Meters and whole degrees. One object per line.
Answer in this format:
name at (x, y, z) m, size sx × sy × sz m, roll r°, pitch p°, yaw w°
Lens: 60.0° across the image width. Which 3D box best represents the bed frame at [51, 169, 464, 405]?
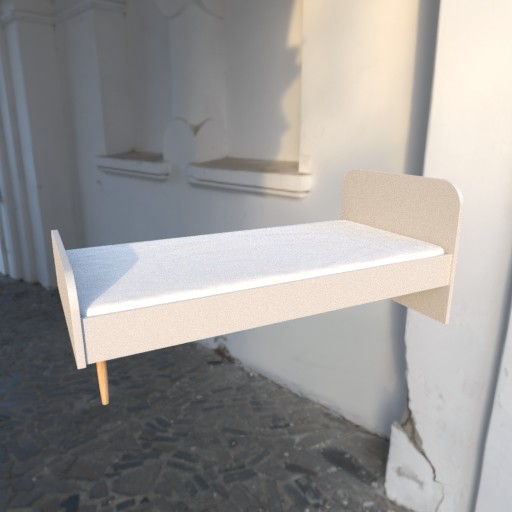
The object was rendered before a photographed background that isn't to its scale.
bed frame at (0.000, 0.000, 2.418) m, size 1.963 × 0.805 × 0.998 m, roll -8°, pitch 18°, yaw -26°
